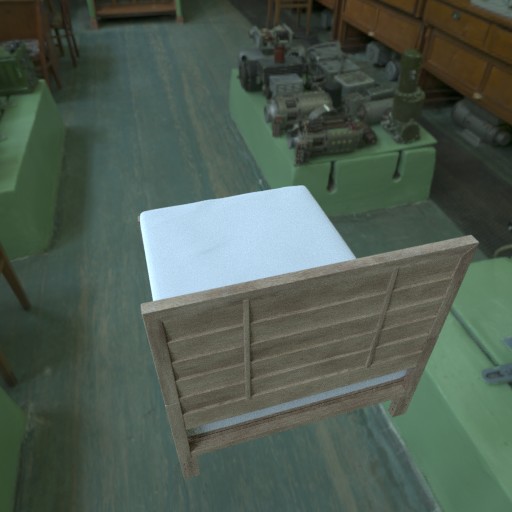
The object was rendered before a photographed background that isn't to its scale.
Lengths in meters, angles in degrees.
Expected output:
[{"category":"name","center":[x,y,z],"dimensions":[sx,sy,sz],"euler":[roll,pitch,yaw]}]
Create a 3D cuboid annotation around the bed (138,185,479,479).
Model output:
[{"category":"bed","center":[0.000,0.000,3.311],"dimensions":[1.626,1.626,2.197],"euler":[-11,43,-12]}]
